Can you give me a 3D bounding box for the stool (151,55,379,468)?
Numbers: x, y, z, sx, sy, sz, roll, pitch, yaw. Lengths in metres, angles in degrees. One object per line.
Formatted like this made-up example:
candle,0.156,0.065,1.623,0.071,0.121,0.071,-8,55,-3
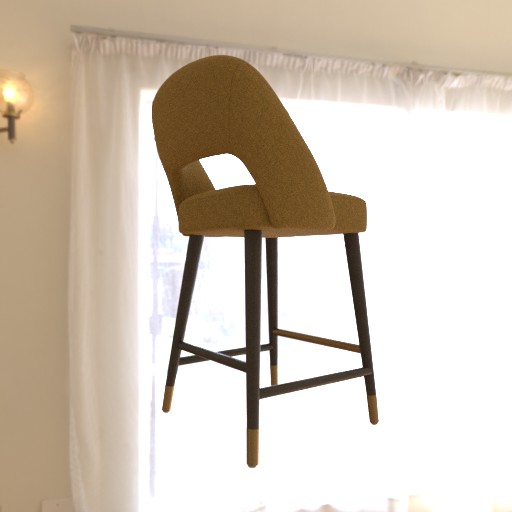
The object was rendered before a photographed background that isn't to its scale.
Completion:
stool,0.000,0.000,1.262,0.522,0.939,0.536,0,0,-37
